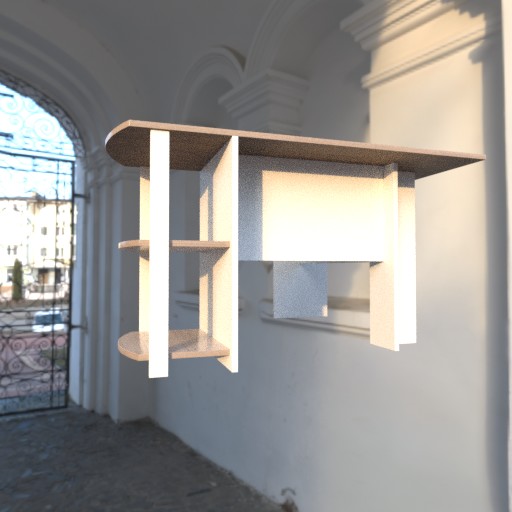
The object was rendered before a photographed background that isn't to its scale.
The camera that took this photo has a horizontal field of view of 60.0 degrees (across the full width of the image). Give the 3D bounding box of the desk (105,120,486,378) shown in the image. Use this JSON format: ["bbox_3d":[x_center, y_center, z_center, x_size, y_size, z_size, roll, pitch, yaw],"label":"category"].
[{"bbox_3d":[0.000,0.000,2.036,1.303,0.716,1.361,0,-2,-18],"label":"desk"}]
